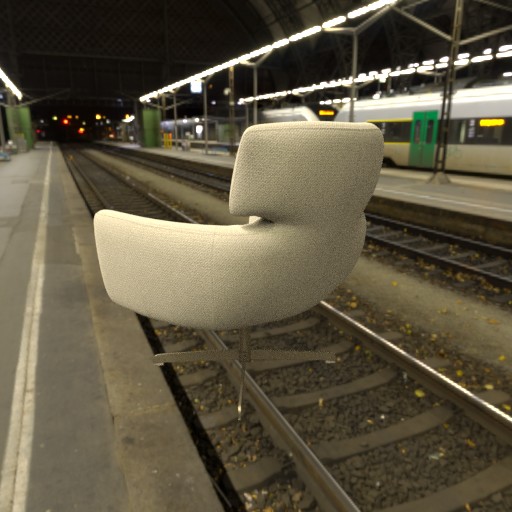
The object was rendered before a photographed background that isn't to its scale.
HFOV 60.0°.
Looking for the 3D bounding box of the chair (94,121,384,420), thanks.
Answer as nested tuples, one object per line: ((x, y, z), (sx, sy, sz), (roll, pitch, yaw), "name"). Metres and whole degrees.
((0.000, 0.000, 1.418), (0.730, 0.810, 0.760), (15, 21, 43), "chair")
